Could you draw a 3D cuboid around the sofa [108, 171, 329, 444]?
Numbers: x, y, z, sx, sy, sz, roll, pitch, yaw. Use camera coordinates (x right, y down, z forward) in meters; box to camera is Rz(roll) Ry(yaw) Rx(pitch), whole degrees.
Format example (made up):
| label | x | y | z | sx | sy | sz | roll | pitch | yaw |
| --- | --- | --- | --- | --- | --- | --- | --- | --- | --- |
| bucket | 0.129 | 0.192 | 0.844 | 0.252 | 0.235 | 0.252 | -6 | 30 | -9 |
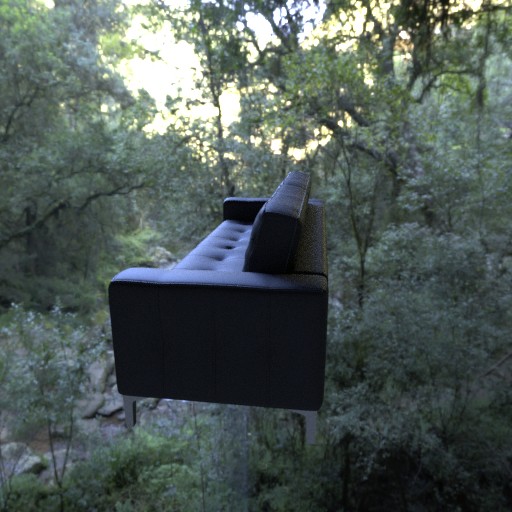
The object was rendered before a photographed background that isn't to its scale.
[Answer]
| label | x | y | z | sx | sy | sz | roll | pitch | yaw |
| --- | --- | --- | --- | --- | --- | --- | --- | --- | --- |
| sofa | 0.000 | 0.000 | 2.708 | 0.833 | 0.893 | 2.275 | 2 | 16 | 8 |
